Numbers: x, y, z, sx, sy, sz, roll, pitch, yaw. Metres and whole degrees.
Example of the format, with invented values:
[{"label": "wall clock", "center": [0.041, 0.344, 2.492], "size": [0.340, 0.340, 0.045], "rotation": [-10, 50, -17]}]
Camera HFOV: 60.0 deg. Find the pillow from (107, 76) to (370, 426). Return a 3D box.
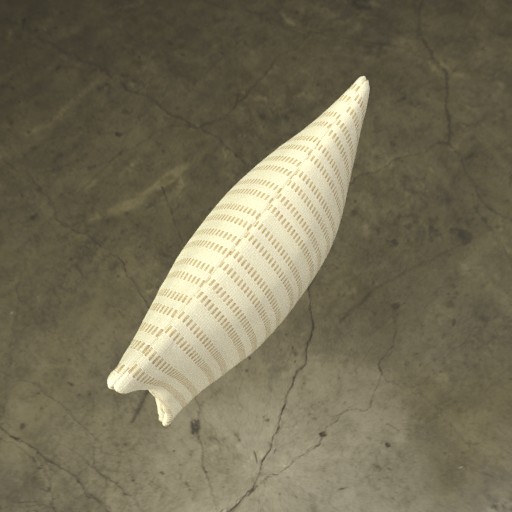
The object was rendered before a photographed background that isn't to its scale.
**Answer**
[{"label": "pillow", "center": [0.000, 0.000, 0.796], "size": [0.210, 0.353, 0.640], "rotation": [32, 68, 15]}]
